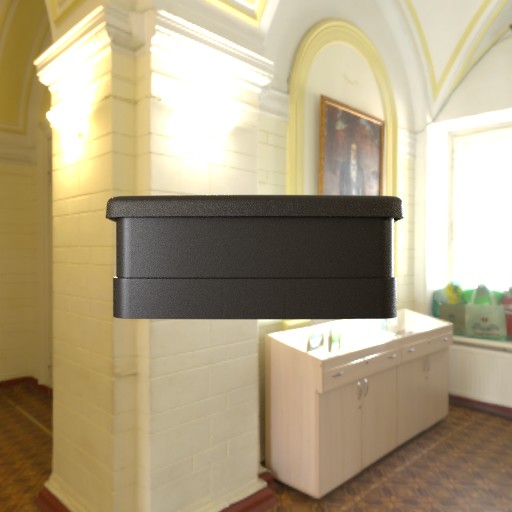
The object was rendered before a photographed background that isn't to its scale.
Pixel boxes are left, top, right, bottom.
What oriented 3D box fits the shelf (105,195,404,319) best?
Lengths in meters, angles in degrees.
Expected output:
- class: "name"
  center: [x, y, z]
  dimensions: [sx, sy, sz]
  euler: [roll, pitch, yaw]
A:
- class: "shelf"
  center: [0.000, 0.000, 0.549]
  dimensions: [0.280, 0.100, 0.410]
  euler: [0, 0, 0]
